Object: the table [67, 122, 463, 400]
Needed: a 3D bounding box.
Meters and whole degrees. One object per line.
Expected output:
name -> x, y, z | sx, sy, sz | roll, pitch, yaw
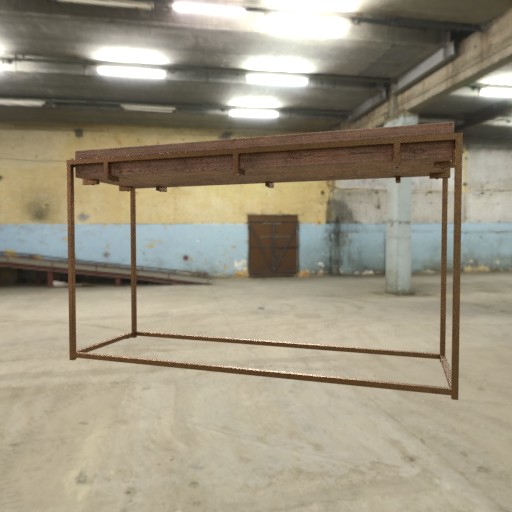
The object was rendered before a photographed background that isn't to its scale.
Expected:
table -> 0.000, 0.000, 1.719 | 1.400, 0.820, 0.440 | 1, 2, 18
